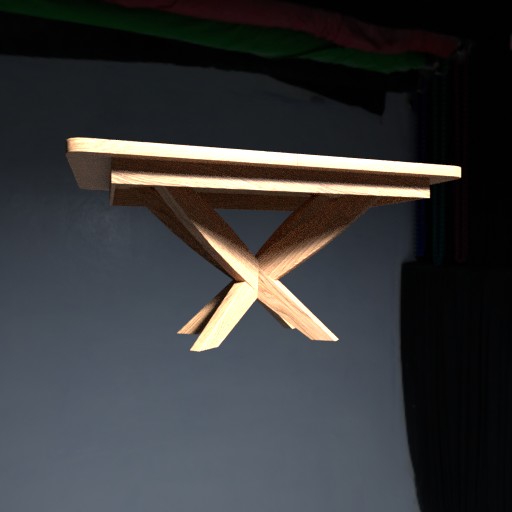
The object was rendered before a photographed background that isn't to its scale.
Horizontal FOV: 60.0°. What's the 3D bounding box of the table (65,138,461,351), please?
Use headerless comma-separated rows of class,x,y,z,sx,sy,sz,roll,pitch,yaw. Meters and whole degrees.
table,0.000,0.000,2.103,1.600,0.770,0.950,0,1,-19
